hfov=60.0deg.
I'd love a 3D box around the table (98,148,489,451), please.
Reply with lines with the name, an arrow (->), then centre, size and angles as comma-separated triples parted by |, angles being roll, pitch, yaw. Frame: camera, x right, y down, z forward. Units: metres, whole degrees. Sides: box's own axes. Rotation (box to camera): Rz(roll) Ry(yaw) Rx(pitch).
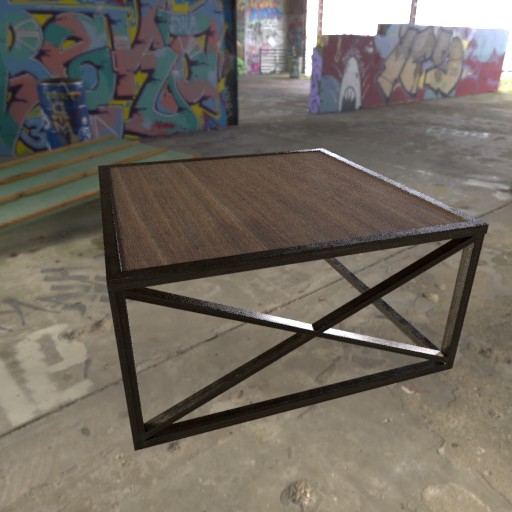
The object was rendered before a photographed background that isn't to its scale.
table -> 0.000, 0.000, 1.442 | 0.899, 0.451, 0.909 | -8, 27, -17
